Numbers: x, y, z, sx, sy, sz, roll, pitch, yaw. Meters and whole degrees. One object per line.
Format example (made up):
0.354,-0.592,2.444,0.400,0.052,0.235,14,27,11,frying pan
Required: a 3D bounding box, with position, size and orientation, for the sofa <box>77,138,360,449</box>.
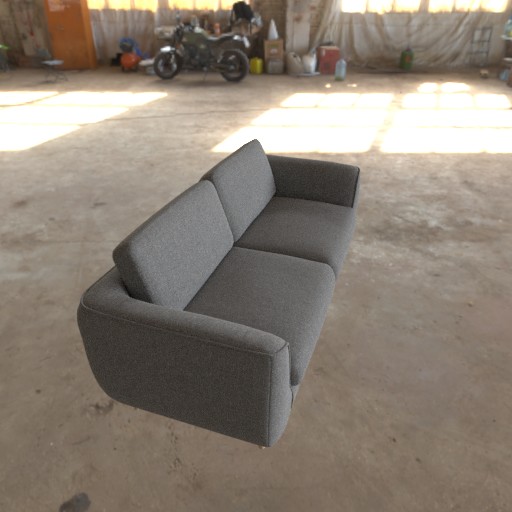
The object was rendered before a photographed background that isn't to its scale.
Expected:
0.000,0.000,2.451,0.920,0.870,2.000,10,33,16,sofa
